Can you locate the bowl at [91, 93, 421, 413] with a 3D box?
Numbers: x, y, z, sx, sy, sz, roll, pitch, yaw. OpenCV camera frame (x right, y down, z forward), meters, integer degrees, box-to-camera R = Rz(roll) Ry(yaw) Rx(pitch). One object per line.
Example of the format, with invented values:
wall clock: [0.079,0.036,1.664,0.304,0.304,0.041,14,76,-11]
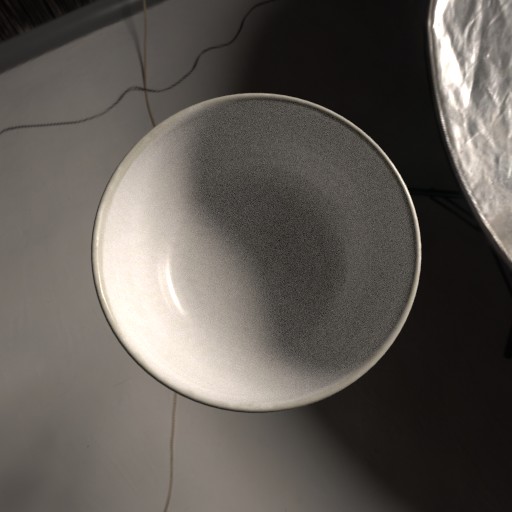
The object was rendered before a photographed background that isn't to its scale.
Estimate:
bowl: [0.000,0.000,0.417,0.268,0.121,0.268,0,77,0]
